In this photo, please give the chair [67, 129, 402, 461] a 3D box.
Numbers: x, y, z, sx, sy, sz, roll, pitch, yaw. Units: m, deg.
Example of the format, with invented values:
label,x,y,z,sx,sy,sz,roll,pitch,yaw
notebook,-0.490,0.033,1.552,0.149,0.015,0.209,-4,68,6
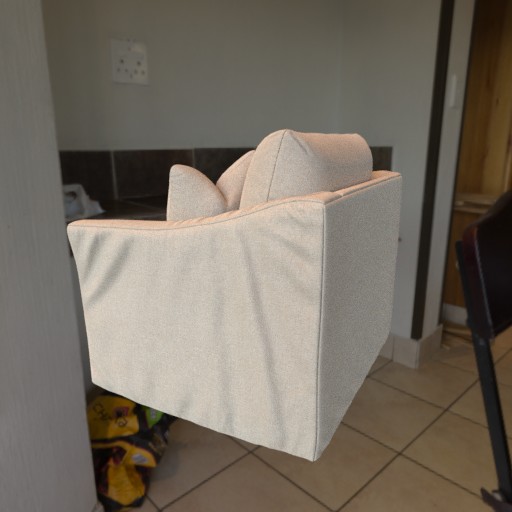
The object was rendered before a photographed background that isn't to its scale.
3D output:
label,x,y,z,sx,sy,sz,roll,pitch,yaw
chair,0.000,0.000,2.030,1.071,1.093,1.194,8,16,27
